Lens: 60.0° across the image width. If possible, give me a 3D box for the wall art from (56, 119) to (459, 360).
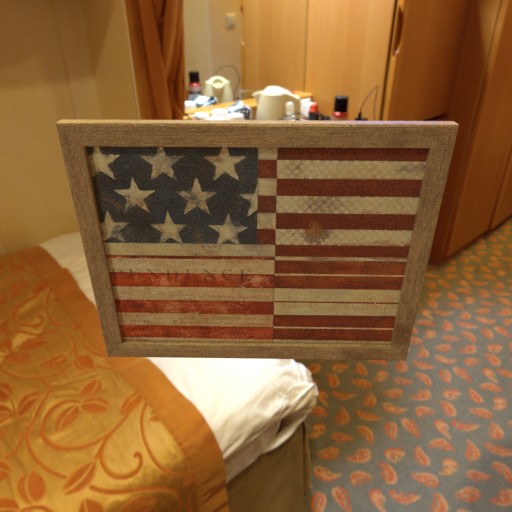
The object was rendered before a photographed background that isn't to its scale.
[{"bbox_3d":[0.000,0.000,0.901,0.690,0.535,0.026,1,30,1],"label":"wall art"}]
